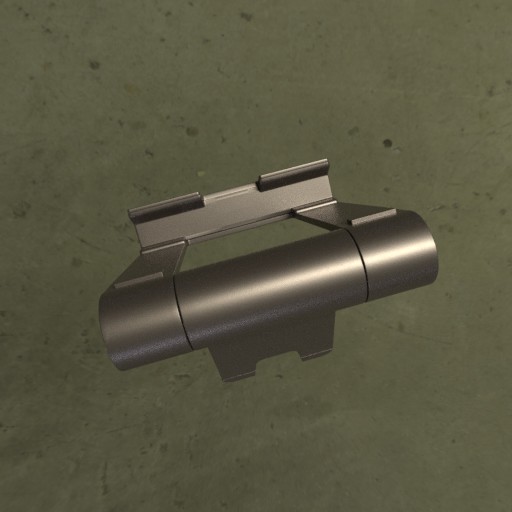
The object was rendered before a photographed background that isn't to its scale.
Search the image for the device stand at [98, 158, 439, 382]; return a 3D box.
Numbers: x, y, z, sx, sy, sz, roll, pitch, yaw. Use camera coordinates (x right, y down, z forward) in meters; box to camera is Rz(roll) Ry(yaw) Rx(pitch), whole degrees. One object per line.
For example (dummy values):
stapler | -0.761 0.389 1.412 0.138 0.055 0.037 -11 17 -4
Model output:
device stand | 0.000 0.000 0.155 0.088 0.084 0.079 -15 76 -4
